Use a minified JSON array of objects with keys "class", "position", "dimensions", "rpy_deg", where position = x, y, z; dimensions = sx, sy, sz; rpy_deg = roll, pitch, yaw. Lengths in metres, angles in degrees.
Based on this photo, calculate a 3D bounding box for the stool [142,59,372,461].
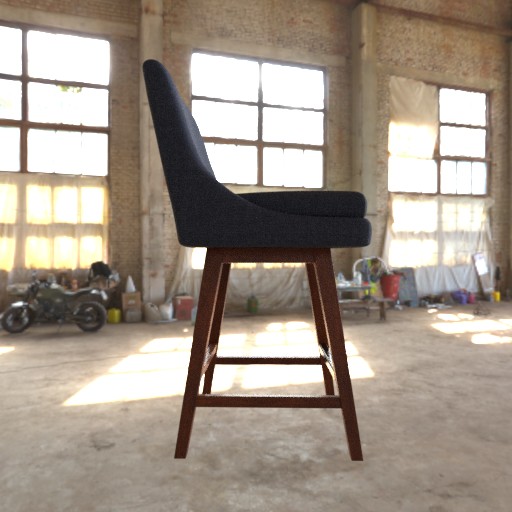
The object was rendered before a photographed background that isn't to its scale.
[{"class":"stool","position":[0.000,0.000,1.187],"dimensions":[0.524,0.895,0.467],"rpy_deg":[0,1,2]}]
